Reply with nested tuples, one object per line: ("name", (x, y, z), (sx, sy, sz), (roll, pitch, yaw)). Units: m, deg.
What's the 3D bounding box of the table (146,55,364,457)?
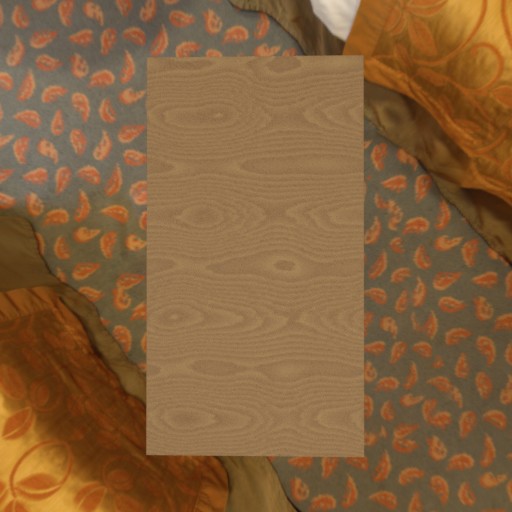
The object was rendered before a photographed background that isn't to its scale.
("table", (0.000, 0.000, 1.499), (0.651, 0.347, 1.197), (0, 90, 1))
